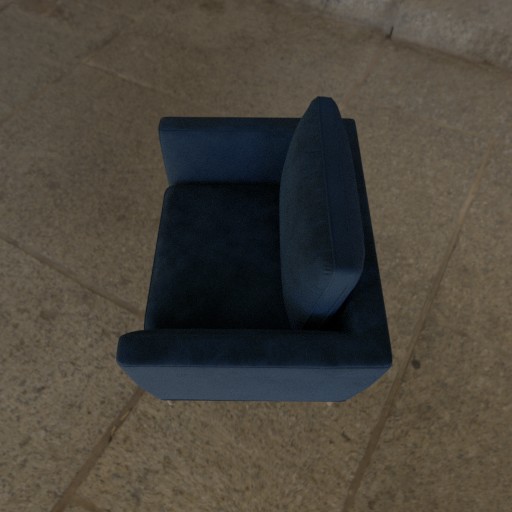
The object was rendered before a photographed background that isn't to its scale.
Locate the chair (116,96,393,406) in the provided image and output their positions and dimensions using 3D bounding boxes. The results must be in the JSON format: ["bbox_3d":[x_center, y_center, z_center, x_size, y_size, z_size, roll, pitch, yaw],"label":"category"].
[{"bbox_3d":[0.000,0.000,1.608,0.746,0.893,0.977,1,58,0],"label":"chair"}]
